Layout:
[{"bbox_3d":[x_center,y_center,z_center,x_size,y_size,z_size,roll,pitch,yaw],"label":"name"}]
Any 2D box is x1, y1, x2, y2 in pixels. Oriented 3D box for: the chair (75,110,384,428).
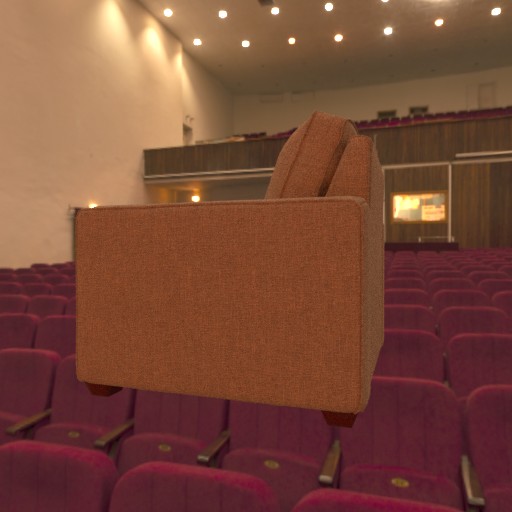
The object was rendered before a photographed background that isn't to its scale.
[{"bbox_3d":[0.000,0.000,1.748,0.940,0.914,1.016,0,1,19],"label":"chair"}]
